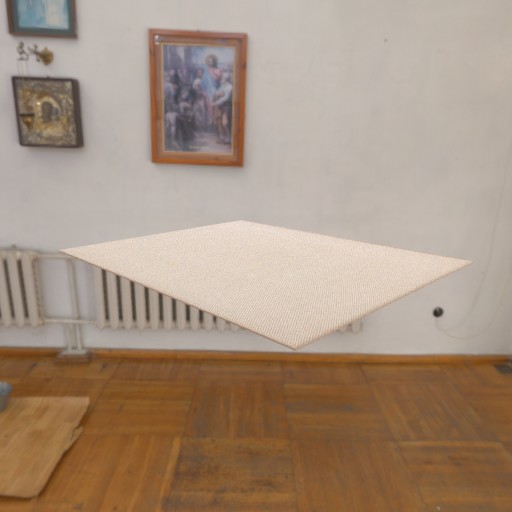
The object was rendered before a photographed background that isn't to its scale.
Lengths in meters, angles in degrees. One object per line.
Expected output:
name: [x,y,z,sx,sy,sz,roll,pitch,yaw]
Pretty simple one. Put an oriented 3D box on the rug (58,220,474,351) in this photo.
rug: [0.000,0.000,4.140,2.462,0.018,3.039,-14,20,-43]
